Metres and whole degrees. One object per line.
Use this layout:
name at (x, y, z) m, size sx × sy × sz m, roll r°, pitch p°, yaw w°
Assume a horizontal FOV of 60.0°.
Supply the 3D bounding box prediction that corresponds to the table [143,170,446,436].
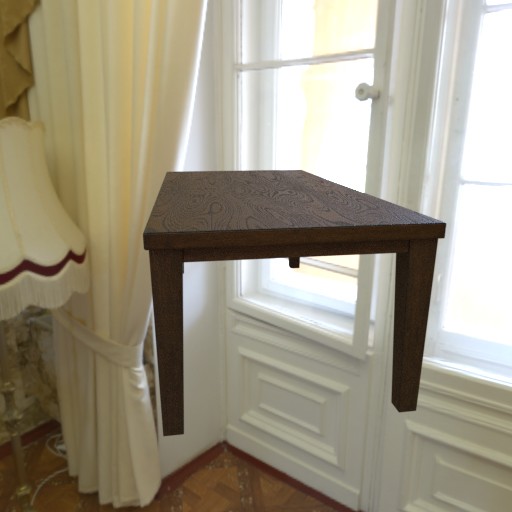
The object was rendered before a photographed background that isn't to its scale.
table at (0.000, 0.000, 2.486) m, size 1.016 × 0.762 × 1.981 m, roll -2°, pitch 16°, yaw -8°
